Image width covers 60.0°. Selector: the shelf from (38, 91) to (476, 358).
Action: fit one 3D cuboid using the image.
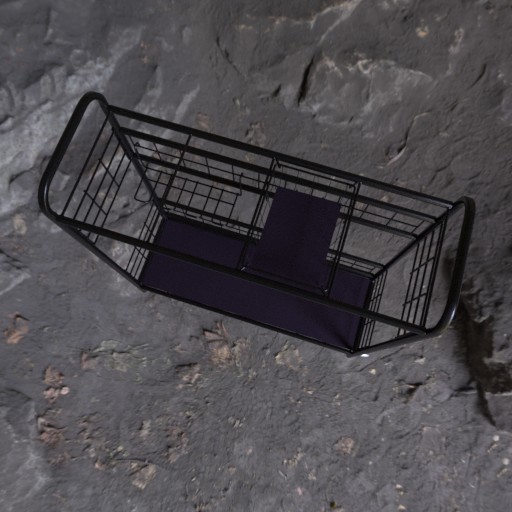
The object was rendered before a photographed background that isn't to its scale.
[{"bbox_3d":[0.000,0.000,1.483,0.961,1.026,0.350,17,75,5],"label":"shelf"}]
